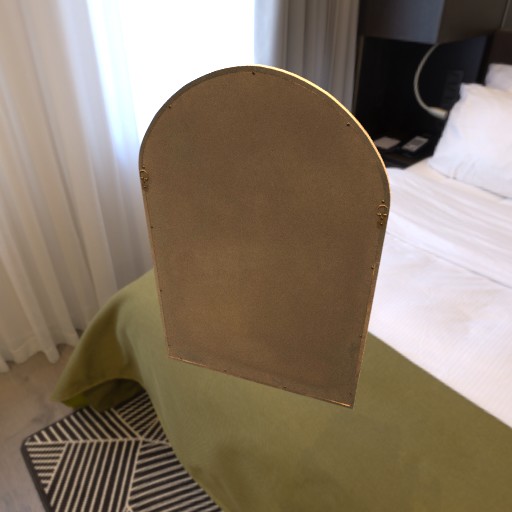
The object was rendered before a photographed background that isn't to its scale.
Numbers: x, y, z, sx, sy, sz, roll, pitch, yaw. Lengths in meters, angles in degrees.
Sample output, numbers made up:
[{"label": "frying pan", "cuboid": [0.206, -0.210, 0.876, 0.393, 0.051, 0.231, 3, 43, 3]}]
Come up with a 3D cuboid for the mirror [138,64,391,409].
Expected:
[{"label": "mirror", "cuboid": [0.000, 0.000, 1.136, 0.609, 0.915, 0.032, 11, 35, 16]}]
